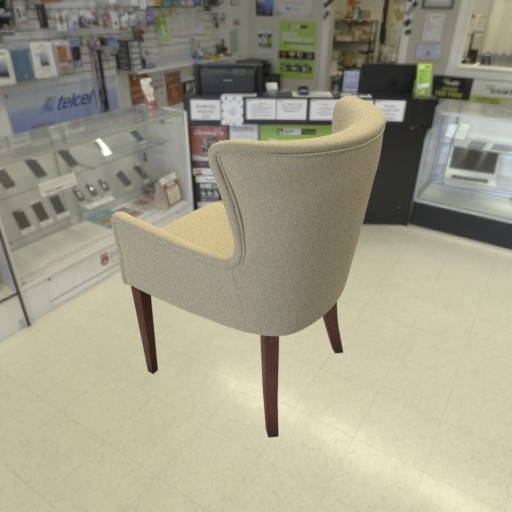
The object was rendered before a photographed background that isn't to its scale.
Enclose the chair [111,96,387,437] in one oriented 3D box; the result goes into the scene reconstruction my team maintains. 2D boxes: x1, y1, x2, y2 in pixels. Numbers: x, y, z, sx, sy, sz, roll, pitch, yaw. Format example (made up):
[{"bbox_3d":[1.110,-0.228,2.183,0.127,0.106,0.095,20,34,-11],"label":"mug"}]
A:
[{"bbox_3d":[0.000,0.000,1.459,0.686,0.952,0.660,19,35,30],"label":"chair"}]
